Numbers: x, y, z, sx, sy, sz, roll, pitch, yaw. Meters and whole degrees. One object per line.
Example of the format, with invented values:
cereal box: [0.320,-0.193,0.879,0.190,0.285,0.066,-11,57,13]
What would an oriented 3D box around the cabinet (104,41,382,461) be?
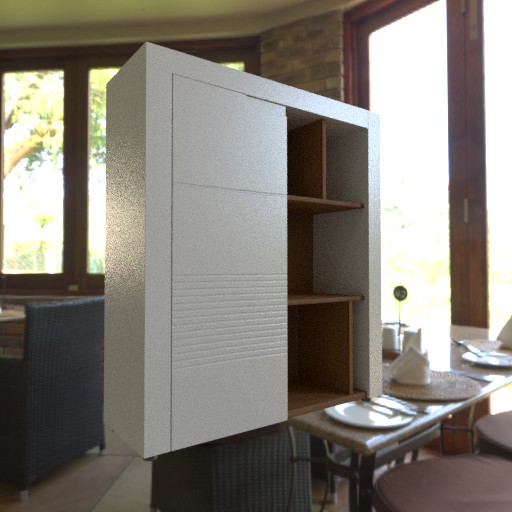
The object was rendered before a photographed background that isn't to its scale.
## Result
cabinet: [0.000,0.000,1.624,0.990,1.150,0.348,1,-2,-36]
